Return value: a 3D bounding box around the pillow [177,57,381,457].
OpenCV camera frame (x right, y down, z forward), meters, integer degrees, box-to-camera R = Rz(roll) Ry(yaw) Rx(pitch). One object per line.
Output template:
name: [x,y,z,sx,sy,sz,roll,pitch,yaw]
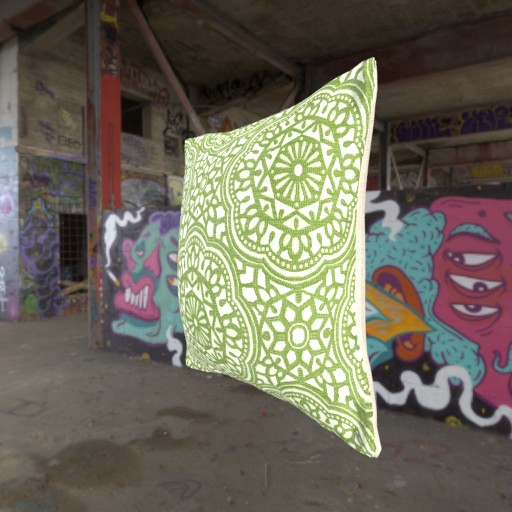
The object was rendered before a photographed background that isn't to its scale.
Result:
pillow: [0.000,0.000,0.638,0.162,0.419,0.440,-1,2,-35]
